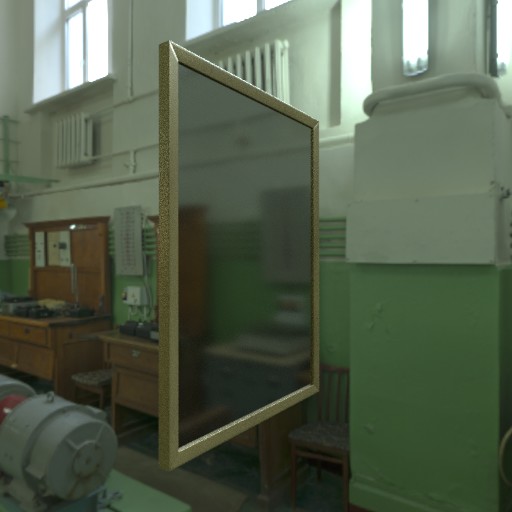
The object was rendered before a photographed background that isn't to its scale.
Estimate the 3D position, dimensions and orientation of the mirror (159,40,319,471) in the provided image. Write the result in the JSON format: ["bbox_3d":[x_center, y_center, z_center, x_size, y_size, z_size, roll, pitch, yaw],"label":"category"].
[{"bbox_3d":[0.000,0.000,1.365,0.040,1.016,0.762,0,0,35],"label":"mirror"}]
